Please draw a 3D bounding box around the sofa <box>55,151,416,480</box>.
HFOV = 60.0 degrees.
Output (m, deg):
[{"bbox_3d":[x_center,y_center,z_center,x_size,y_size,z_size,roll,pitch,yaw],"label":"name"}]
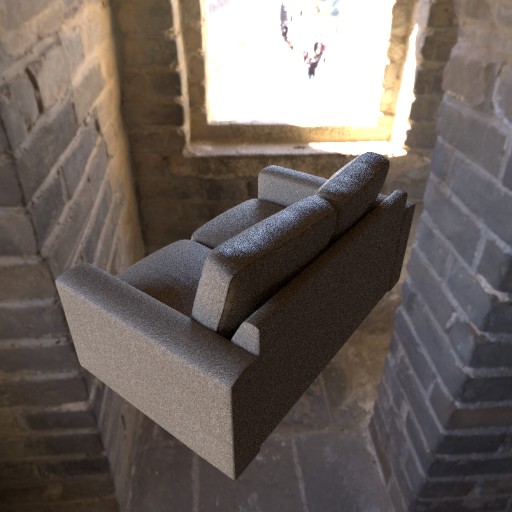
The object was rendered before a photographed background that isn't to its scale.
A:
[{"bbox_3d":[0.000,0.000,2.238,1.016,0.873,1.616,22,39,30],"label":"sofa"}]
